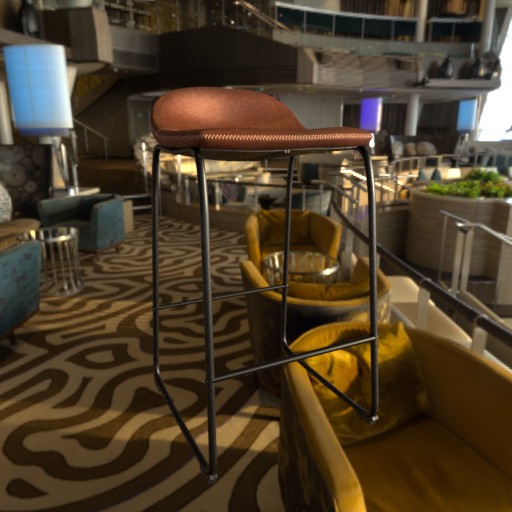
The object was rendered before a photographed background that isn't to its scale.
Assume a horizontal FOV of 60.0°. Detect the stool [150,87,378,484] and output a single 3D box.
[{"bbox_3d":[0.000,0.000,1.112,0.454,0.830,0.473,-8,17,-26],"label":"stool"}]
